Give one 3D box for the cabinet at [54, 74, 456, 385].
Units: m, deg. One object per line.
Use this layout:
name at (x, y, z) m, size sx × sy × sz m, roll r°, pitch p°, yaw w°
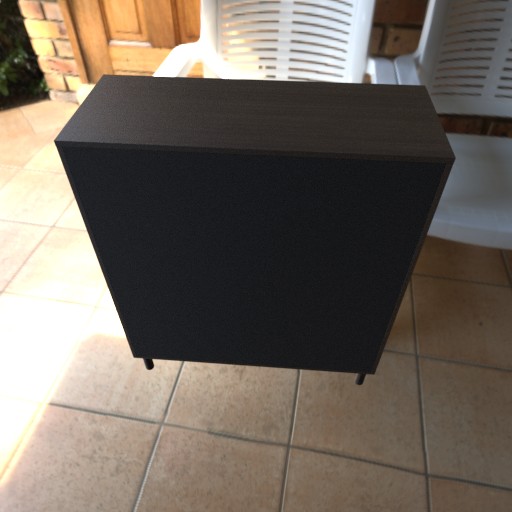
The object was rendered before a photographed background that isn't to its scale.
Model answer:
cabinet at (0.000, 0.000, 1.666) m, size 1.010 × 1.170 × 0.400 m, roll 3°, pitch 46°, yaw 3°
